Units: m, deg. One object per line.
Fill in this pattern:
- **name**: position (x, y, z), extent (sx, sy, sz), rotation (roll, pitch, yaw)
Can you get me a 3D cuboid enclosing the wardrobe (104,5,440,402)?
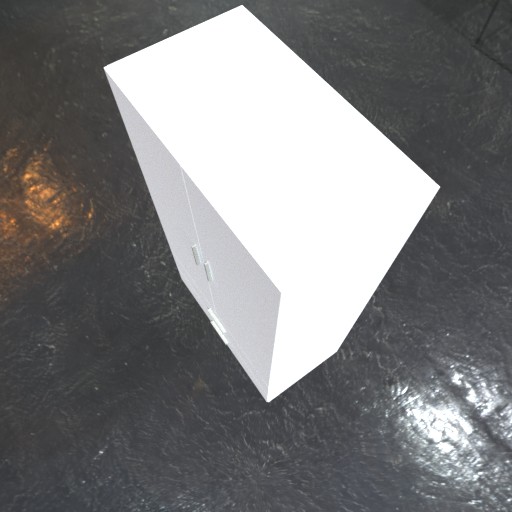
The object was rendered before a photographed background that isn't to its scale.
- **wardrobe**: position (0.000, 0.000, 2.168), extent (0.577, 1.808, 0.991), rotation (-32, 68, -15)
